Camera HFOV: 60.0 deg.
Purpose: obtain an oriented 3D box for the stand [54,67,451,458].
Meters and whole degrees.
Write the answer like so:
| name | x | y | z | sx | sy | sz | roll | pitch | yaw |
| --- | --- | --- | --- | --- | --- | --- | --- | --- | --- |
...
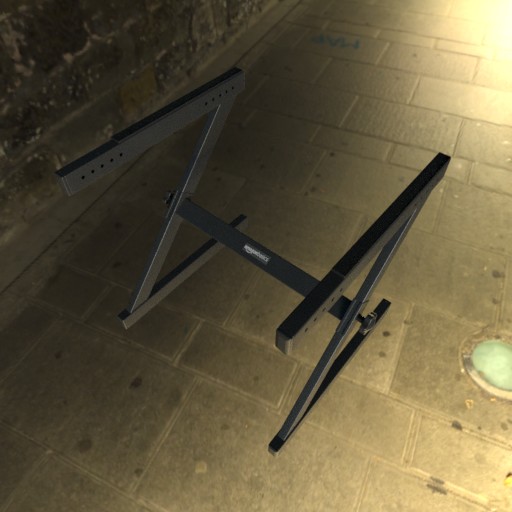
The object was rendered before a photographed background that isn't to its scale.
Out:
| name | x | y | z | sx | sy | sz | roll | pitch | yaw |
| --- | --- | --- | --- | --- | --- | --- | --- | --- | --- |
| stand | 0.000 | 0.000 | 1.178 | 0.700 | 0.617 | 0.586 | 32 | 57 | 24 |
